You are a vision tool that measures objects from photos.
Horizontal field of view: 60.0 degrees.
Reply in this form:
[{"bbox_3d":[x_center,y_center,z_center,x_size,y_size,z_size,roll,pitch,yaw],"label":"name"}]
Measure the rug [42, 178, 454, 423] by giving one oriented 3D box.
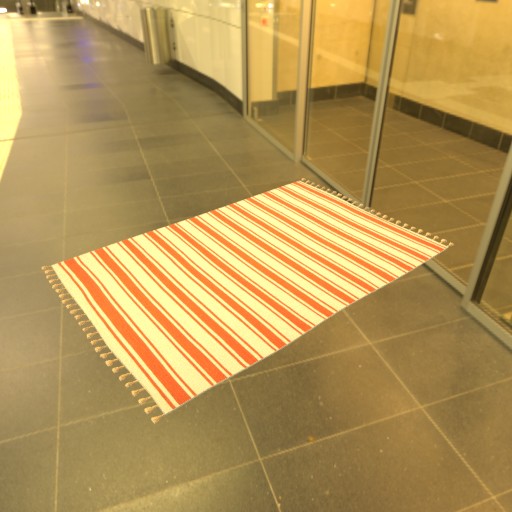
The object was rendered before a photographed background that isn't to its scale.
[{"bbox_3d":[0.000,0.000,3.060,2.433,0.022,1.556,-23,39,-32],"label":"rug"}]
